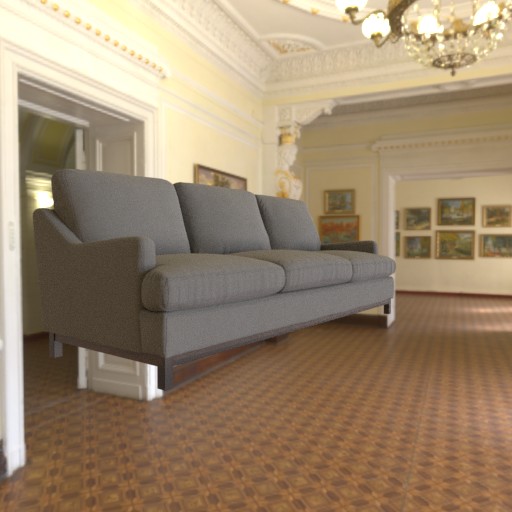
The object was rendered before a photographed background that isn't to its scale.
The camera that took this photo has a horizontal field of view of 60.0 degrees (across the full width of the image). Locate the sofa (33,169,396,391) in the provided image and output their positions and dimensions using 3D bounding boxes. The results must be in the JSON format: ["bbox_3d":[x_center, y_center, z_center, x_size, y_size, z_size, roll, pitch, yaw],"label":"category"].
[{"bbox_3d":[0.000,0.000,2.785,0.987,0.926,2.344,1,2,37],"label":"sofa"}]
